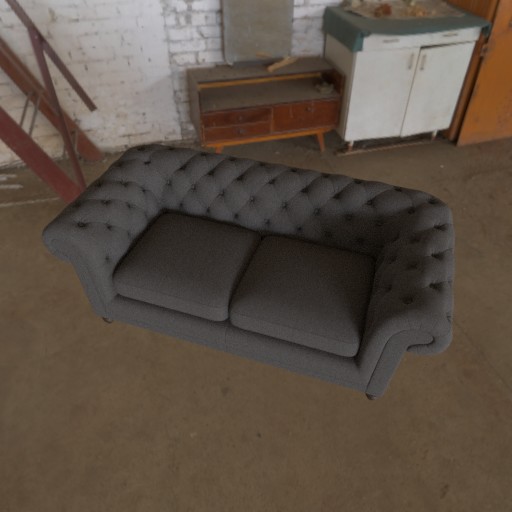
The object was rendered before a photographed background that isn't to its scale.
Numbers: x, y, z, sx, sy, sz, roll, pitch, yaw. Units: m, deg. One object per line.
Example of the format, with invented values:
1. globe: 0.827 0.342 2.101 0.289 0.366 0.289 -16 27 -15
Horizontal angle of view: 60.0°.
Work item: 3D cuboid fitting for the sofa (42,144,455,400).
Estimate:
1. sofa: 0.000 0.000 2.511 1.998 0.764 0.986 13 44 14
